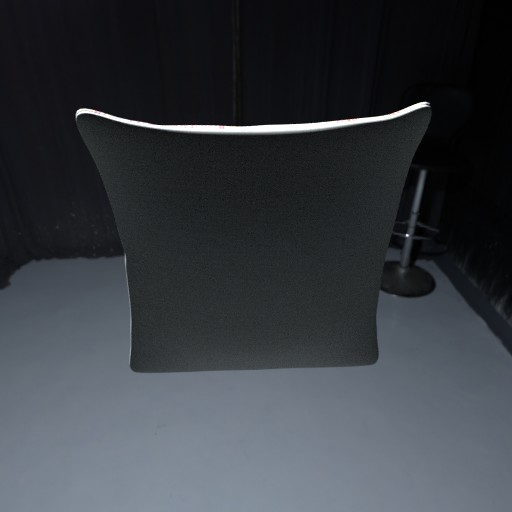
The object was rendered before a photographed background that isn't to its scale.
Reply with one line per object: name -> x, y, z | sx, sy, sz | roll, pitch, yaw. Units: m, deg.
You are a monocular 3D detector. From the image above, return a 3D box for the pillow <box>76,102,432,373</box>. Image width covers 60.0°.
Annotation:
pillow -> 0.000, 0.000, 0.675 | 0.451, 0.449, 0.191 | -1, 31, -2
